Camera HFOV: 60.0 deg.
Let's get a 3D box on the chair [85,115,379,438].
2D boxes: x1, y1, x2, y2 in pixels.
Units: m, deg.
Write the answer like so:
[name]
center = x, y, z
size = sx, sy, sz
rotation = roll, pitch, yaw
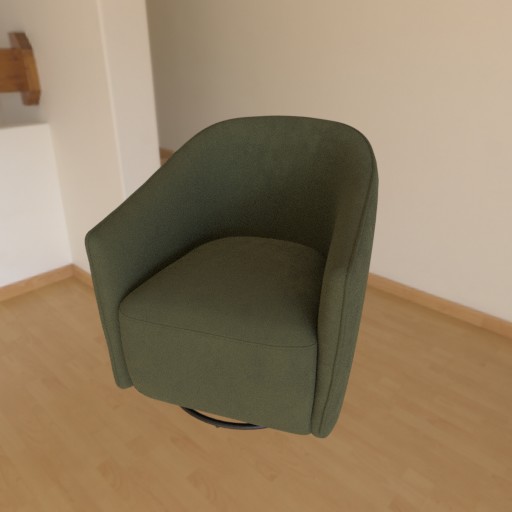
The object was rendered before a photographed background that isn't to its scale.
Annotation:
[chair]
center = 0.000, 0.000, 1.481
size = 0.747, 0.799, 0.875
rotation = 8, 26, 16
